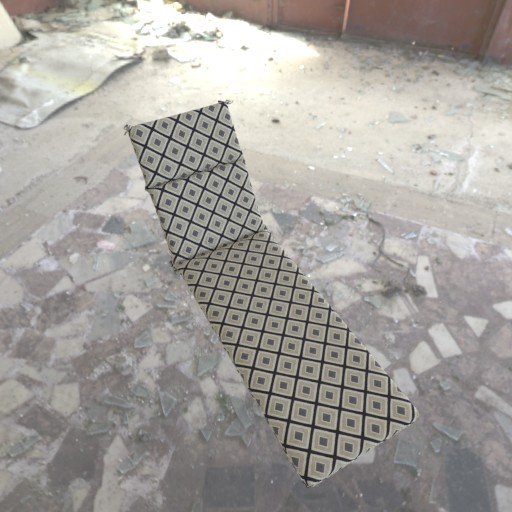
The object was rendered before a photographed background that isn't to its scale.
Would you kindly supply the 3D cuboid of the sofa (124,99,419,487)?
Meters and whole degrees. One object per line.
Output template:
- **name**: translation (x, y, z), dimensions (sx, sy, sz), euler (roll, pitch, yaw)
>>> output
- **sofa**: translation (0.000, 0.000, 1.917), dimensions (0.582, 0.622, 1.663), euler (-22, 51, -20)
